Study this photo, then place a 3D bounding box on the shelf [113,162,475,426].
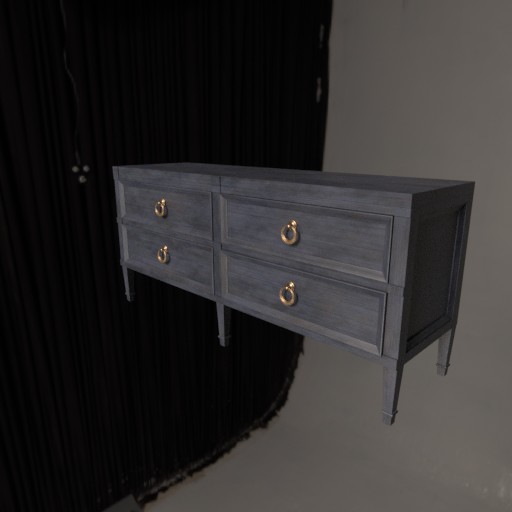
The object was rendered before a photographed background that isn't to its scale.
[{"bbox_3d":[0.000,0.000,1.936,1.575,0.719,0.479,14,21,42],"label":"shelf"}]
